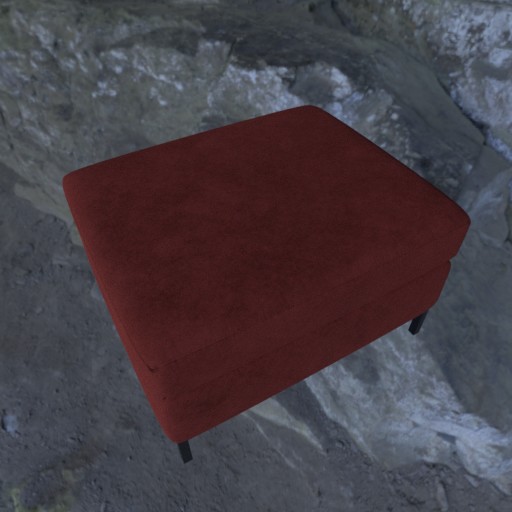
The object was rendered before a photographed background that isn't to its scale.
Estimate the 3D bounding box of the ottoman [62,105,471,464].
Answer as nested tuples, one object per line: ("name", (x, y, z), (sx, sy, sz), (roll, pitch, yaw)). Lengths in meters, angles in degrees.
("ottoman", (0.000, 0.000, 1.174), (0.782, 0.462, 0.650), (-22, 49, -21))
